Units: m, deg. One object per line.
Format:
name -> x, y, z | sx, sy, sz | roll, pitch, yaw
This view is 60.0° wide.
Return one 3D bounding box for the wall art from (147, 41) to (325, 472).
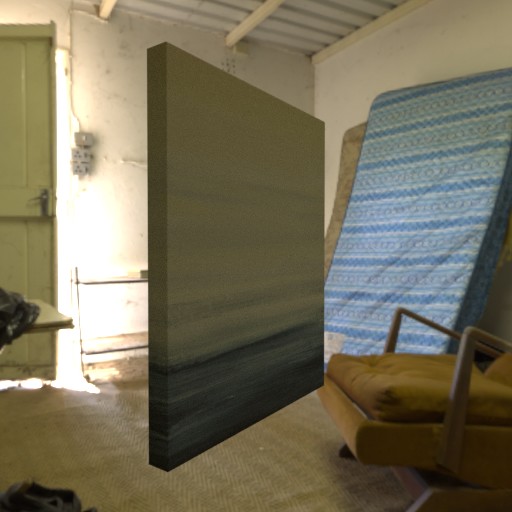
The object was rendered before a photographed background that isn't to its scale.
wall art -> 0.000, 0.000, 0.836 | 0.040, 0.608, 0.489 | 1, 1, 35
